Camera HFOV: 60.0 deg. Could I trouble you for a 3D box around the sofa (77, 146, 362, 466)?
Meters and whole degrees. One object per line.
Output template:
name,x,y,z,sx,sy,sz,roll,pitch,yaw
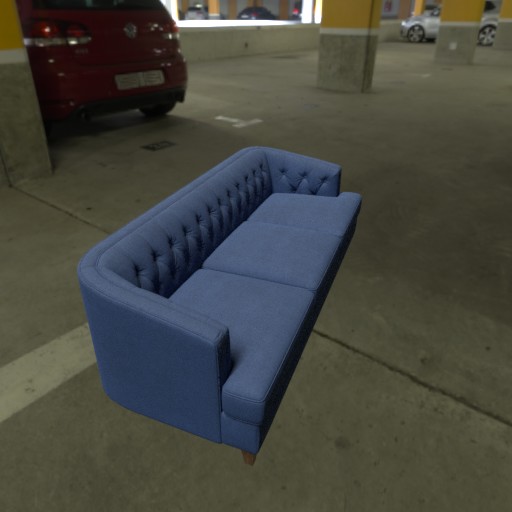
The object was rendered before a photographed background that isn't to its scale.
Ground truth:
sofa,0.000,0.000,2.678,0.914,0.787,2.235,10,30,18
